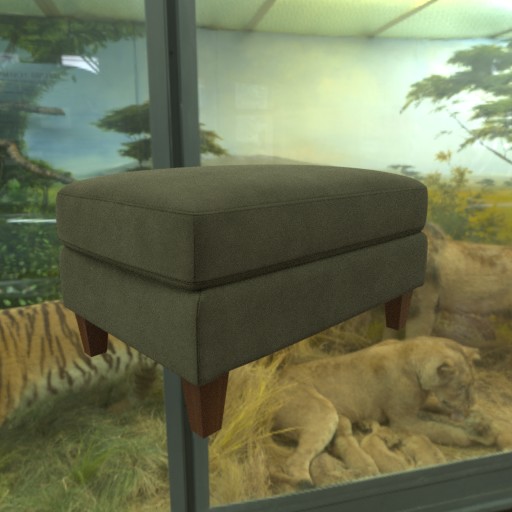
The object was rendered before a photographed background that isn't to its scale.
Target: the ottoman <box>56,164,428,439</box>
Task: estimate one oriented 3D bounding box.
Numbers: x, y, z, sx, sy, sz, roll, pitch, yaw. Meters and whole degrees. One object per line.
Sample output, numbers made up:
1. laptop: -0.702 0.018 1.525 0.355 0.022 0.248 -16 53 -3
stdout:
1. ottoman: 0.000 0.000 1.201 0.864 0.483 0.584 -13 18 -43
